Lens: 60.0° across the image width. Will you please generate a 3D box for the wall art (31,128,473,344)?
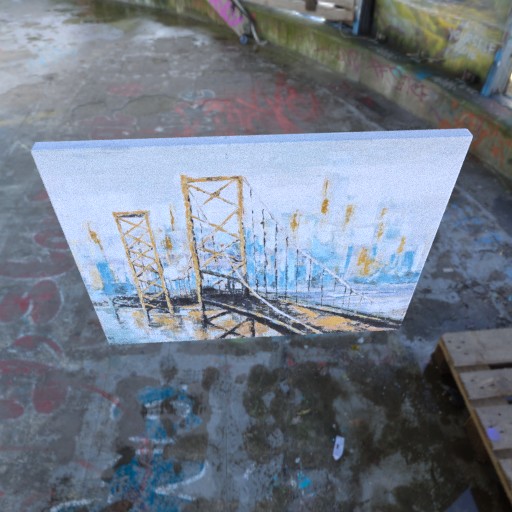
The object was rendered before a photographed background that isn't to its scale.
[{"bbox_3d":[0.000,0.000,1.293,1.016,0.762,0.038,-3,45,-3],"label":"wall art"}]
